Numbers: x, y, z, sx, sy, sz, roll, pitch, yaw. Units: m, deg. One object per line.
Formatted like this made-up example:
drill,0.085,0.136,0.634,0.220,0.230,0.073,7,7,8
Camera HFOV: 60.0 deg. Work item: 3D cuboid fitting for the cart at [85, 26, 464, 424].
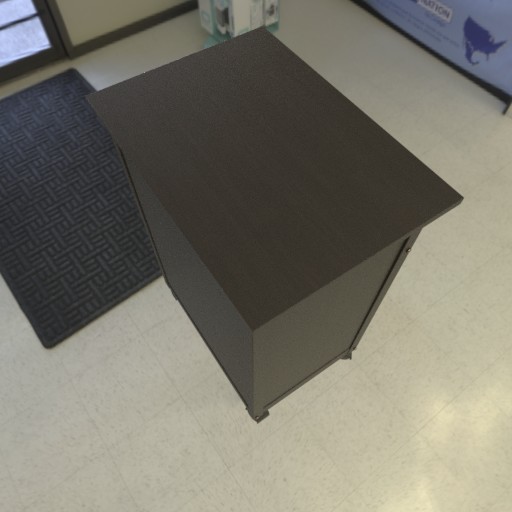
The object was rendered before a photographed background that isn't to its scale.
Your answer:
cart,0.000,0.000,1.243,0.456,0.879,0.660,-30,63,-17
